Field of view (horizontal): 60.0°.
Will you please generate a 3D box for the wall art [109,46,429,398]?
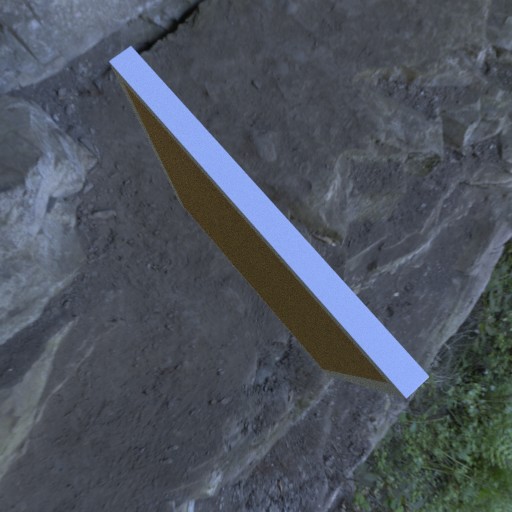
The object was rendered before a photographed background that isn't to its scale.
[{"bbox_3d":[0.000,0.000,0.447,0.020,0.307,0.307,-40,80,-8],"label":"wall art"}]
